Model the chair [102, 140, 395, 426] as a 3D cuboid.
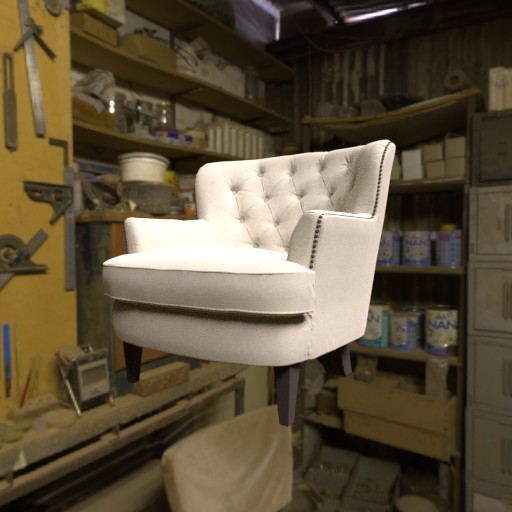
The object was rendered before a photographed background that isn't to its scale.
[{"bbox_3d":[0.000,0.000,1.585,0.848,0.868,0.906,1,2,35],"label":"chair"}]
